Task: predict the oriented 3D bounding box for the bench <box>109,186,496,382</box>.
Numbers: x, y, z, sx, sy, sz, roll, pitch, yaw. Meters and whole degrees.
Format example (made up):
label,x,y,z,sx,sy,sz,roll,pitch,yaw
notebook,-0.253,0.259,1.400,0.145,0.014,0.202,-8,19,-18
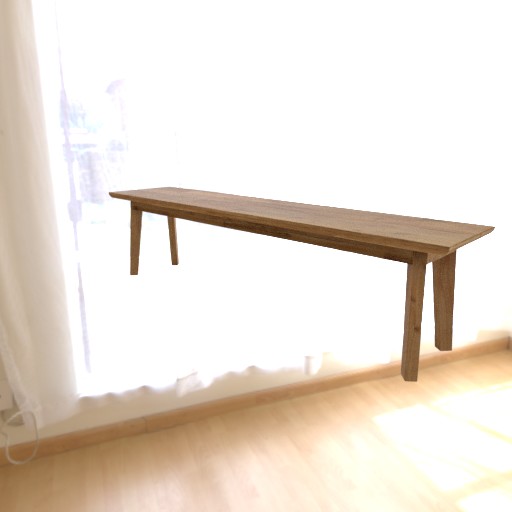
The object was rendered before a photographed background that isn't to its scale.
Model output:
label,x,y,z,sx,sy,sz,roll,pitch,yaw
bench,0.000,0.000,1.866,1.698,0.431,0.378,14,20,42
